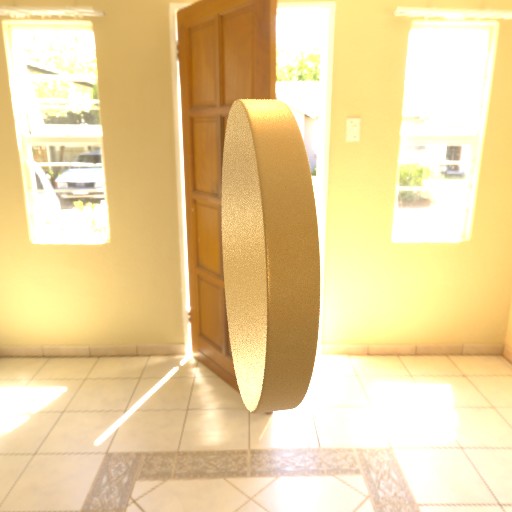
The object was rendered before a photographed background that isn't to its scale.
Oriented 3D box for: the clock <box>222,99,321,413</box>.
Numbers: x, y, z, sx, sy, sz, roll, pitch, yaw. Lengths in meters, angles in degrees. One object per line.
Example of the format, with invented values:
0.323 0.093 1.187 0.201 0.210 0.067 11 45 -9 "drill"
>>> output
0.000 0.000 0.471 0.040 0.314 0.314 -3 16 -10 "clock"
